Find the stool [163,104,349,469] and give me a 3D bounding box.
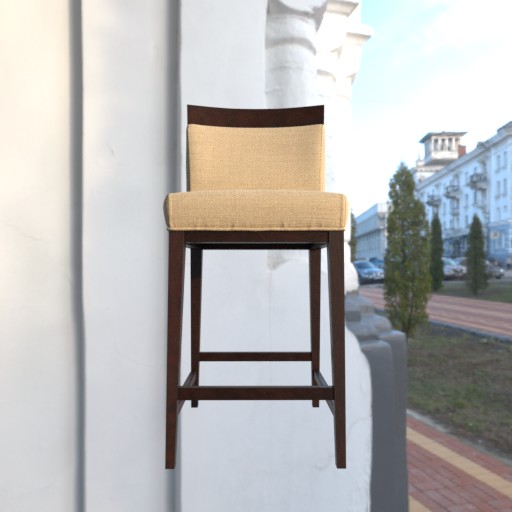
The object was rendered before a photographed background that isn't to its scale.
[{"bbox_3d":[0.000,0.000,1.422,0.511,1.117,0.531,0,0,0],"label":"stool"}]
